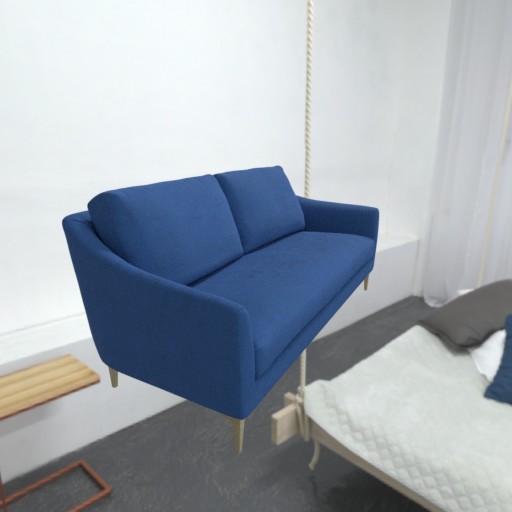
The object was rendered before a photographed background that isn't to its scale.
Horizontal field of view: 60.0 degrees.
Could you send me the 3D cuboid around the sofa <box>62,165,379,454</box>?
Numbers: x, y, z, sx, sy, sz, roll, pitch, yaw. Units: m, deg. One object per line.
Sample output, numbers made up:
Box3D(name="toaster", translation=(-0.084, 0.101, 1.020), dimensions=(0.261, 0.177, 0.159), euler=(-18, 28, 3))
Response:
Box3D(name="sofa", translation=(0.000, 0.000, 2.510), dimensions=(0.960, 0.903, 2.036), euler=(8, 18, 26))
